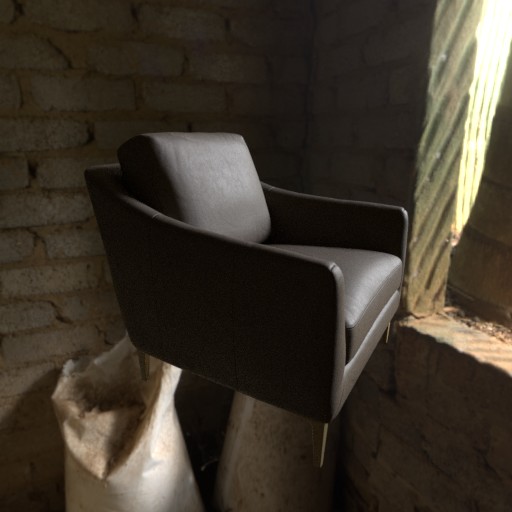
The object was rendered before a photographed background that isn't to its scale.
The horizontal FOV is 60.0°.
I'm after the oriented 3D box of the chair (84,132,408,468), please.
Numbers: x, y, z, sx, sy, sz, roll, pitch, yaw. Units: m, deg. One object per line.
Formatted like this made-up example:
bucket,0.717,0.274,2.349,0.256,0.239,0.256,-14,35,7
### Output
chair,0.000,0.000,1.671,0.961,0.901,0.988,8,17,26
